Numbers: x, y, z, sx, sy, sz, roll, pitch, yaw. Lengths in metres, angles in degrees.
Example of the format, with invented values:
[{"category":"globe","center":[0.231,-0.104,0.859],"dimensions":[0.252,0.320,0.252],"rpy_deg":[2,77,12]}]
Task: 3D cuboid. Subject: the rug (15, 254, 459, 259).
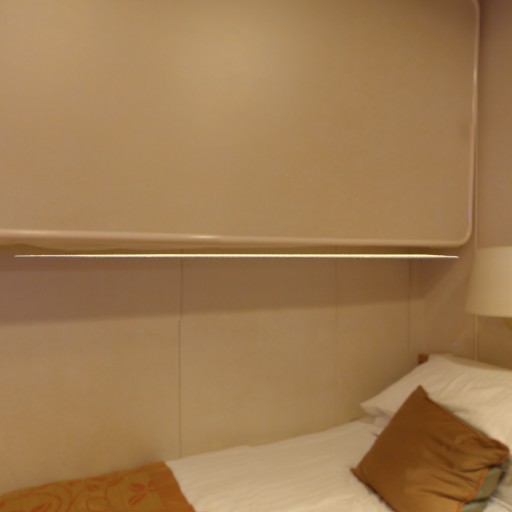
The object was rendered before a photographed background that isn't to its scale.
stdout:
[{"category":"rug","center":[0.000,0.000,3.818],"dimensions":[2.895,0.018,2.288],"rpy_deg":[0,0,17]}]
